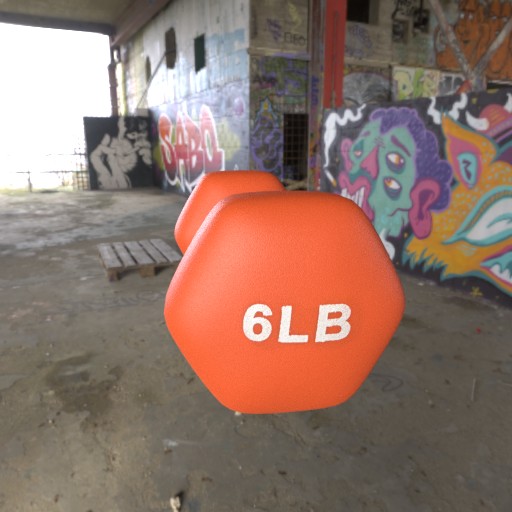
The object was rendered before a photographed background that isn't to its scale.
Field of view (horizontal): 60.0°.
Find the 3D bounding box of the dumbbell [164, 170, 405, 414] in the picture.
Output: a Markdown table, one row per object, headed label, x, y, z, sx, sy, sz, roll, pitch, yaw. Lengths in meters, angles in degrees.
| label | x | y | z | sx | sy | sz | roll | pitch | yaw |
| --- | --- | --- | --- | --- | --- | --- | --- | --- | --- |
| dumbbell | 0.000 | 0.000 | 0.205 | 0.079 | 0.071 | 0.162 | -2 | 14 | -8 |
